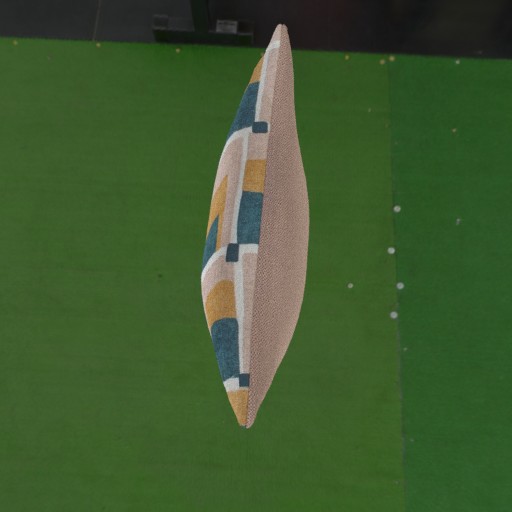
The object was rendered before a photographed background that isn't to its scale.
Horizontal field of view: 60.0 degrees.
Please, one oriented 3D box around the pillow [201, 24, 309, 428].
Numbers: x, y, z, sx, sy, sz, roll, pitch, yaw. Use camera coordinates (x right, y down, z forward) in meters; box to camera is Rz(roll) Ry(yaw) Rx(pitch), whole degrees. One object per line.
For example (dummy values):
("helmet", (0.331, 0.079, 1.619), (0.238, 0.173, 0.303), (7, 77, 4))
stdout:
("pillow", (0.000, 0.000, 0.718), (0.158, 0.479, 0.478), (5, 74, 1))
